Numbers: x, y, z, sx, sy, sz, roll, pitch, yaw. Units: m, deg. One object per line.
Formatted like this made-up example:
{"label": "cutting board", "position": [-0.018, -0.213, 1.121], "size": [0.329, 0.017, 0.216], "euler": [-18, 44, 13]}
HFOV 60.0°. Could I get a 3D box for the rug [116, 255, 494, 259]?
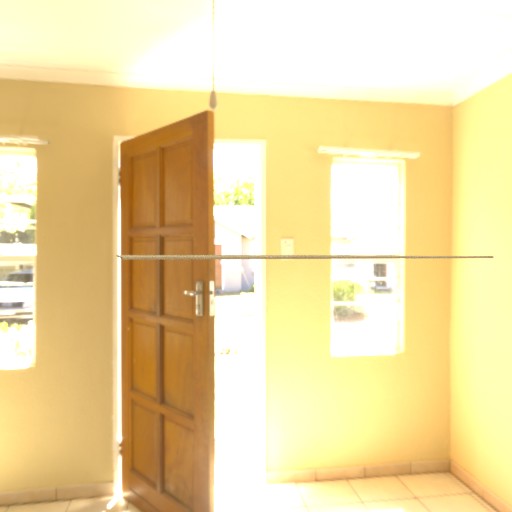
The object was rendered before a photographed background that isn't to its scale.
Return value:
{"label": "rug", "position": [0.000, 0.000, 4.087], "size": [2.434, 0.019, 3.041], "euler": [0, 0, -18]}
